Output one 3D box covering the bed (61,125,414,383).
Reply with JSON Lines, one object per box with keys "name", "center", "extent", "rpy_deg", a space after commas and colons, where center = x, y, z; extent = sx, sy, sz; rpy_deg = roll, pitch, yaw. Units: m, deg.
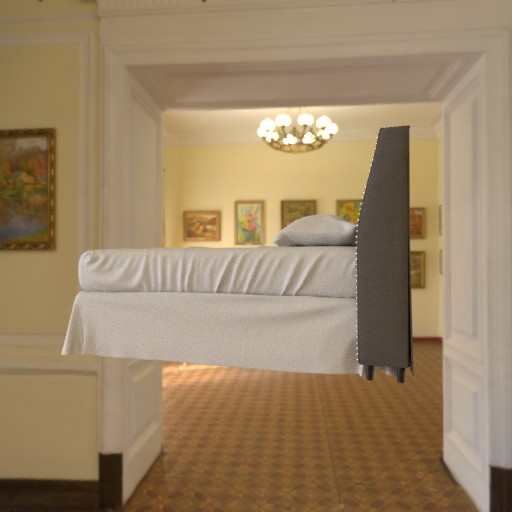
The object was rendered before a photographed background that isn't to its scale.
{"name": "bed", "center": [0.000, 0.000, 3.468], "extent": [2.276, 1.332, 1.925], "rpy_deg": [0, -1, 18]}
